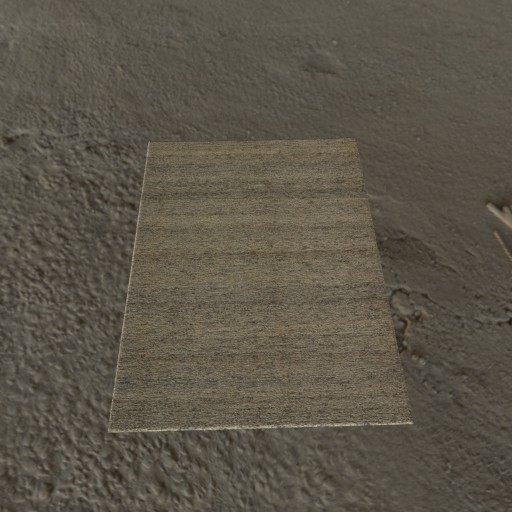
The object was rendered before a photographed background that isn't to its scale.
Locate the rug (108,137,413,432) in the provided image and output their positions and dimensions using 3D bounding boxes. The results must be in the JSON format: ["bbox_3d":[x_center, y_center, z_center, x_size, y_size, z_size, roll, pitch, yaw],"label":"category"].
[{"bbox_3d":[0.000,0.000,4.344,2.414,0.036,3.199,-1,58,-1],"label":"rug"}]
